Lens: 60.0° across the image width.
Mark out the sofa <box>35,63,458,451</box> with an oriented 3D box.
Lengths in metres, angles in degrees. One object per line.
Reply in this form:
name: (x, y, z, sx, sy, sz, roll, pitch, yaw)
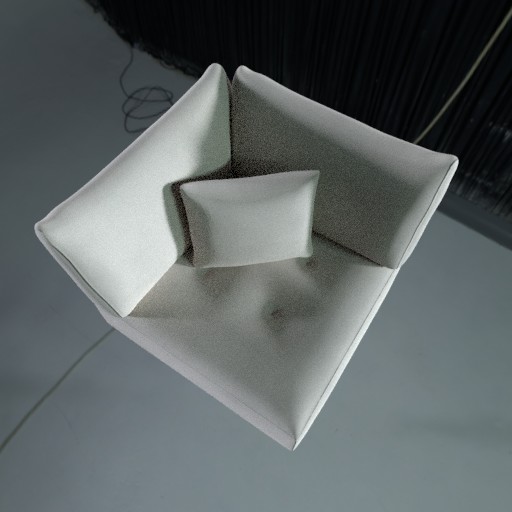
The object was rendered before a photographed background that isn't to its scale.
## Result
sofa: (0.000, 0.000, 1.728, 1.000, 0.820, 1.000, 30, 64, 16)
